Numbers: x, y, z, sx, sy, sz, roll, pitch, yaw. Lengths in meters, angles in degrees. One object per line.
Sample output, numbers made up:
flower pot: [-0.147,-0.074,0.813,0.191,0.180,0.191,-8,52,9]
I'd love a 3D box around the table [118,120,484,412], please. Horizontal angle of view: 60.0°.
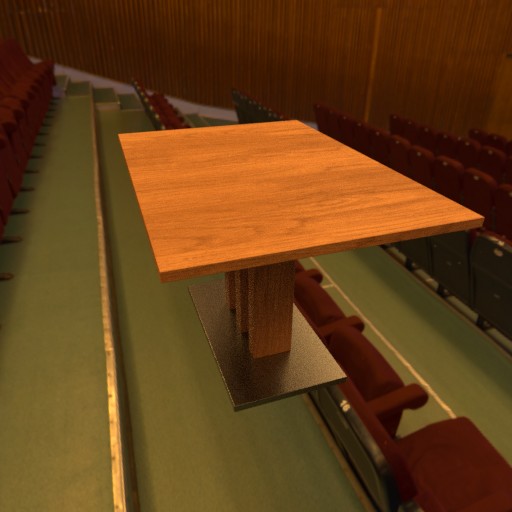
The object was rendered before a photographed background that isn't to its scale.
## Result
table: [0.000,0.000,1.831,0.900,0.770,1.300,-10,31,-17]
